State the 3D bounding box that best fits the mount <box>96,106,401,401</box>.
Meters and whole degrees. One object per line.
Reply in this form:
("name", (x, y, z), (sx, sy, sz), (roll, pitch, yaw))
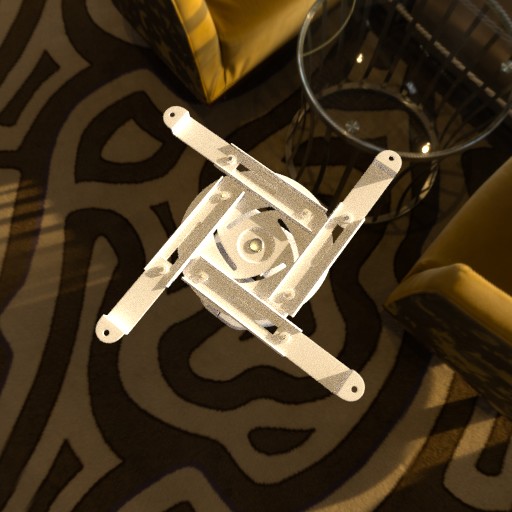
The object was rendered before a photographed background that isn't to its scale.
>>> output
("mount", (0.000, 0.000, 0.592), (0.394, 0.141, 0.394), (36, 78, 9))
